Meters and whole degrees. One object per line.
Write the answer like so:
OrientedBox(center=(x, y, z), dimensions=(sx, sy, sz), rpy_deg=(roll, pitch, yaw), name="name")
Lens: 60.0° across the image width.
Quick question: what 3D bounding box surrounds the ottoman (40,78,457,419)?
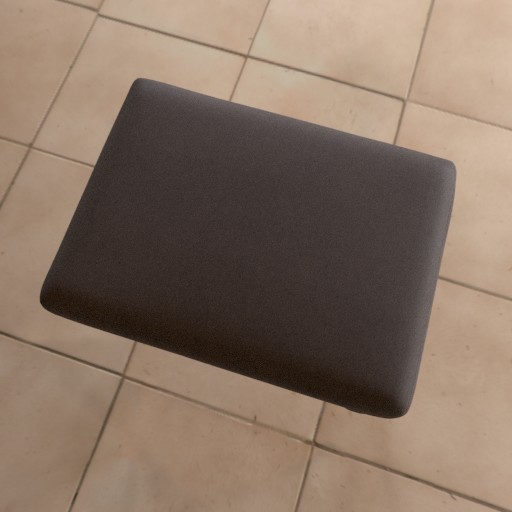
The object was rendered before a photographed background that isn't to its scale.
OrientedBox(center=(0.000, 0.000, 1.104), dimensions=(0.773, 0.497, 0.574), rpy_deg=(17, 76, 4), name="ottoman")
